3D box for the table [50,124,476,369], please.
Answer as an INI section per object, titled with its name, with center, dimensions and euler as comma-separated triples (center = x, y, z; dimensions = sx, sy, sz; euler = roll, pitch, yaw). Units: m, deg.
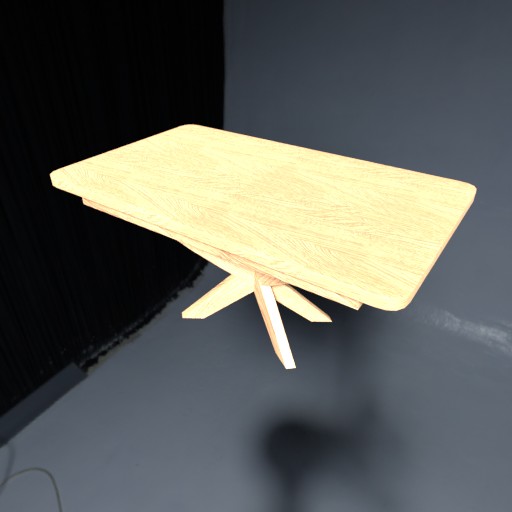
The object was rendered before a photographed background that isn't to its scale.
[table]
center = 0.000, 0.000, 2.094
dimensions = 1.600, 0.770, 0.950
euler = 20, 38, 28
